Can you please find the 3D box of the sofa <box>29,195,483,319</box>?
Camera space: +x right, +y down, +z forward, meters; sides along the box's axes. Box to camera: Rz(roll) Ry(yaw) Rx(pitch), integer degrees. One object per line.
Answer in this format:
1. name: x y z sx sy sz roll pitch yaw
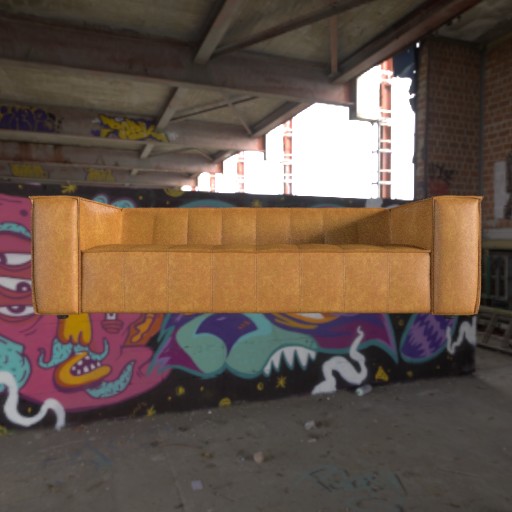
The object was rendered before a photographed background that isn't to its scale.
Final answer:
1. sofa: 0.000 0.000 2.985 2.581 0.701 1.102 0 1 0
